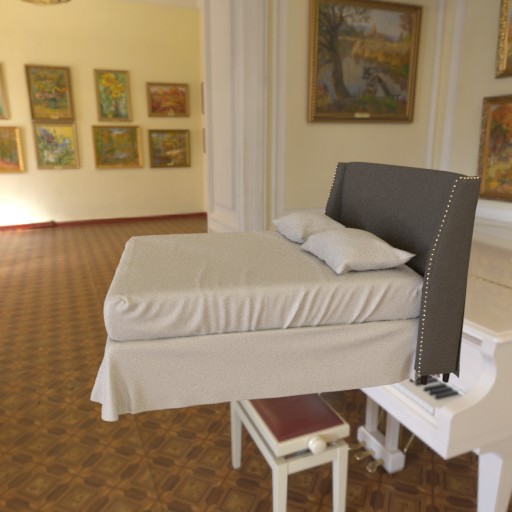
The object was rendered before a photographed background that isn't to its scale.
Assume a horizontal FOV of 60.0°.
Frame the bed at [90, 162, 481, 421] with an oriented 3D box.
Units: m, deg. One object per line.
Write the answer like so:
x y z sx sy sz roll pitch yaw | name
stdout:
0.000 0.000 3.364 2.276 1.332 1.925 -3 15 -11 | bed
